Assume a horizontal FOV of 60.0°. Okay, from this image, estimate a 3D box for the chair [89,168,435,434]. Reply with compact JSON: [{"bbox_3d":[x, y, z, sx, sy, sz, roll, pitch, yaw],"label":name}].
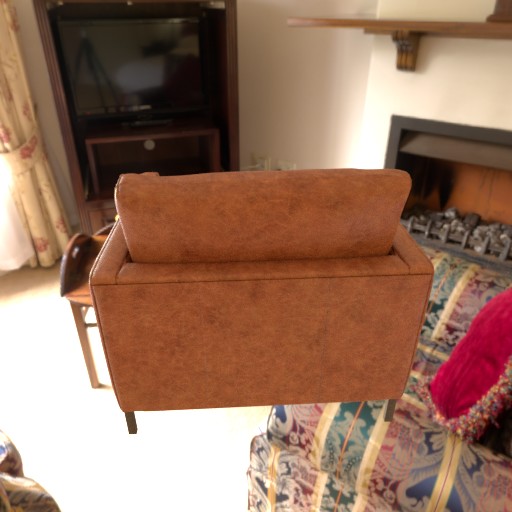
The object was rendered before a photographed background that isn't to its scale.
[{"bbox_3d":[0.000,0.000,1.635,0.967,0.869,0.862,-2,30,-3],"label":"chair"}]
